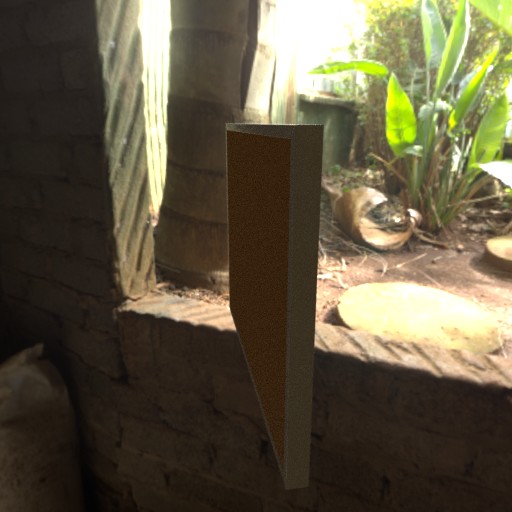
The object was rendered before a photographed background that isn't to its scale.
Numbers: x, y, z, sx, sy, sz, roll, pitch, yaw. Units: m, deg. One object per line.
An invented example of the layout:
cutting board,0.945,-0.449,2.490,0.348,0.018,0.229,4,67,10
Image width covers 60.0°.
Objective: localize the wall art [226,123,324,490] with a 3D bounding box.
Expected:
wall art,0.000,0.000,1.377,0.053,0.787,1.041,-3,17,-10
